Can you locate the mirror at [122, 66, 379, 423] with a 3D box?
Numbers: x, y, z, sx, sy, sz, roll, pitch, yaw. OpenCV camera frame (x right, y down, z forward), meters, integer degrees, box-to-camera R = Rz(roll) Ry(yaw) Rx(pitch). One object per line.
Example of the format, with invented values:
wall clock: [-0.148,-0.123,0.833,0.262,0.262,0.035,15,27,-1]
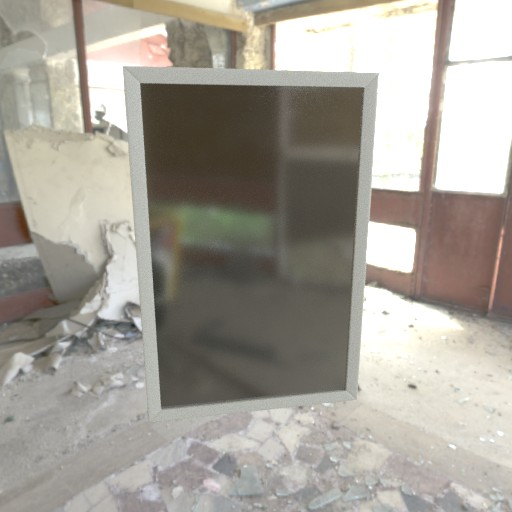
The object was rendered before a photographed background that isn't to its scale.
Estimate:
mirror: [0.000,0.000,1.175,0.609,0.914,0.041,-3,16,-10]
